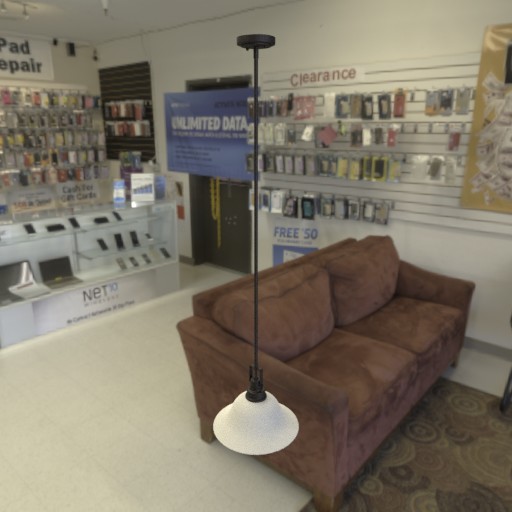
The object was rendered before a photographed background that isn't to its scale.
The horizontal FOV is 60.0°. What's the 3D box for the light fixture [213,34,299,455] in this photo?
[{"bbox_3d":[0.000,0.000,1.492,0.324,1.337,0.324,15,23,42],"label":"light fixture"}]
